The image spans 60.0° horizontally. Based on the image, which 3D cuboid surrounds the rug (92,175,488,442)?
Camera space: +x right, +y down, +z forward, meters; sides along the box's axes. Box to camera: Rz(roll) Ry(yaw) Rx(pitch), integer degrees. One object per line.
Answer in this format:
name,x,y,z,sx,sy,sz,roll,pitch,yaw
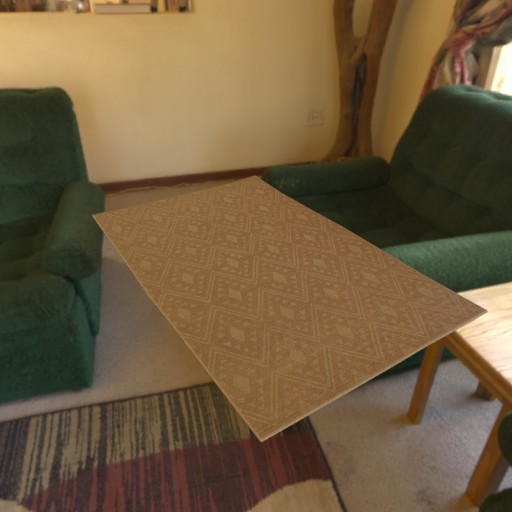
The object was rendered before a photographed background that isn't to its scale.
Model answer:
rug,0.000,0.000,3.011,1.553,0.053,2.430,-19,36,-28
